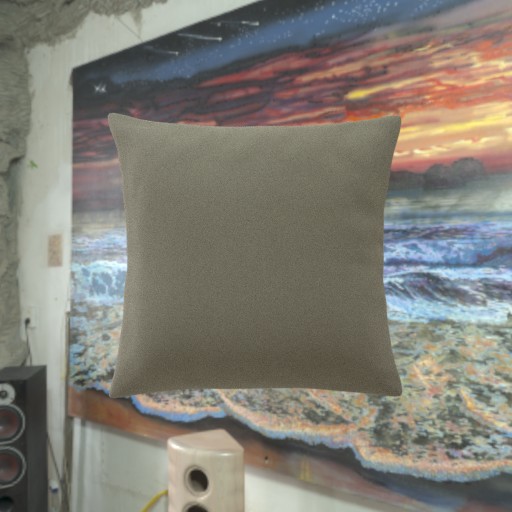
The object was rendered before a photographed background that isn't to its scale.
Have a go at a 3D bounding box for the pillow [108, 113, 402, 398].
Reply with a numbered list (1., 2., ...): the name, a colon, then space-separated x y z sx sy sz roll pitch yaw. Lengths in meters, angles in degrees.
1. pillow: 0.000 0.000 0.794 0.526 0.507 0.166 0 -1 -1
